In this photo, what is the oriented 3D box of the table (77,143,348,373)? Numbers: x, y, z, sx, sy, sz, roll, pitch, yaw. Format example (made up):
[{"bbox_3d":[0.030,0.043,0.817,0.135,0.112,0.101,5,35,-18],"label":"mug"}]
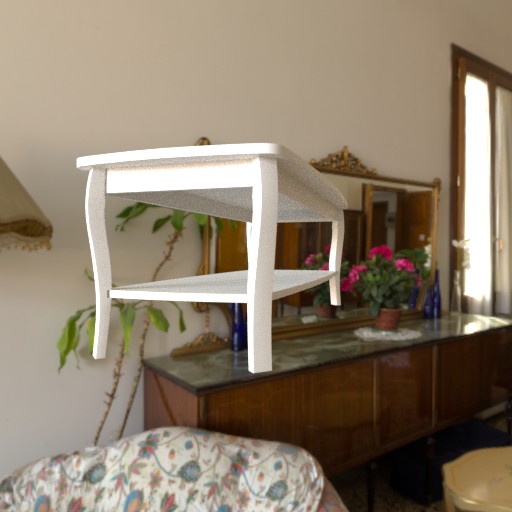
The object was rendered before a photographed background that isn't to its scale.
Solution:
[{"bbox_3d":[0.000,0.000,1.582,0.561,0.474,1.334,0,1,18],"label":"table"}]
